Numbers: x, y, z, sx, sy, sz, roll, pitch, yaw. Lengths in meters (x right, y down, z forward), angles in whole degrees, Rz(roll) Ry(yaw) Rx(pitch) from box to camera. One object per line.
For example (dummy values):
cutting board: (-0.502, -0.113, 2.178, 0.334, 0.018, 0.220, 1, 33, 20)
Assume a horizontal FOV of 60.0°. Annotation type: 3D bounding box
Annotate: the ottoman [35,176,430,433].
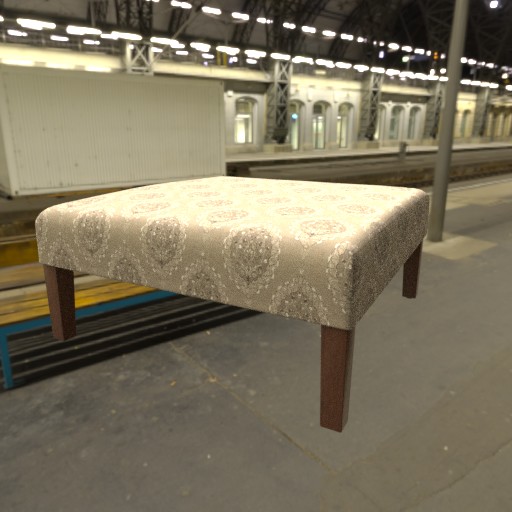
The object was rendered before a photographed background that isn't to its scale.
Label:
ottoman: (0.000, 0.000, 1.399, 0.889, 0.411, 0.890, 9, 18, 28)
